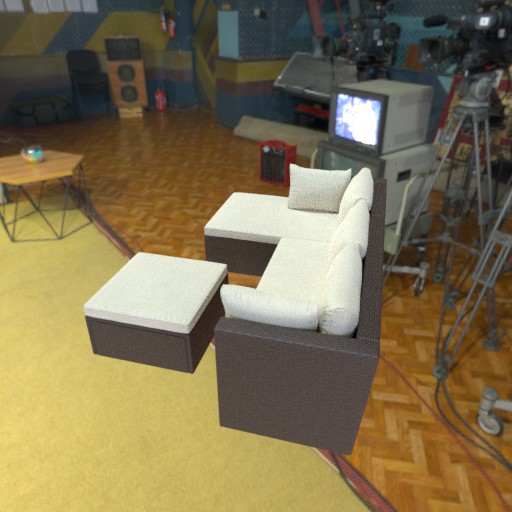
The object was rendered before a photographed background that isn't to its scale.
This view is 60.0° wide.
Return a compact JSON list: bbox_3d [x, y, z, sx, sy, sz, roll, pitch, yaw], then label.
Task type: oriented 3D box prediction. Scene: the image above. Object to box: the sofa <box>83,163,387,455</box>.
[{"bbox_3d":[0.000,0.000,2.979,1.612,0.766,2.192,8,30,13],"label":"sofa"}]
